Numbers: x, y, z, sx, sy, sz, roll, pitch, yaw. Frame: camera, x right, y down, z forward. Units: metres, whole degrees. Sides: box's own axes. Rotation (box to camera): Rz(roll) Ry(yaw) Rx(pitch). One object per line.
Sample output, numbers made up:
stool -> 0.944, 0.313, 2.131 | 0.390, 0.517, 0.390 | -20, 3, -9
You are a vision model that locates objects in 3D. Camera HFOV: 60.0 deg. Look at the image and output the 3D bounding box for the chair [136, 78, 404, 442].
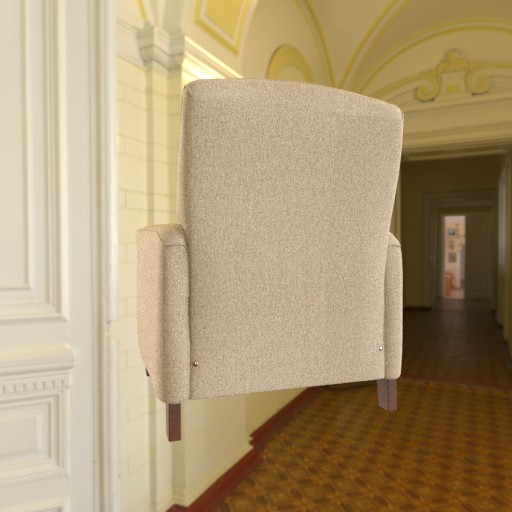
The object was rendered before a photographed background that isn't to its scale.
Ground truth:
chair -> 0.000, 0.000, 1.660 | 0.848, 1.014, 0.864 | 0, 1, -19
